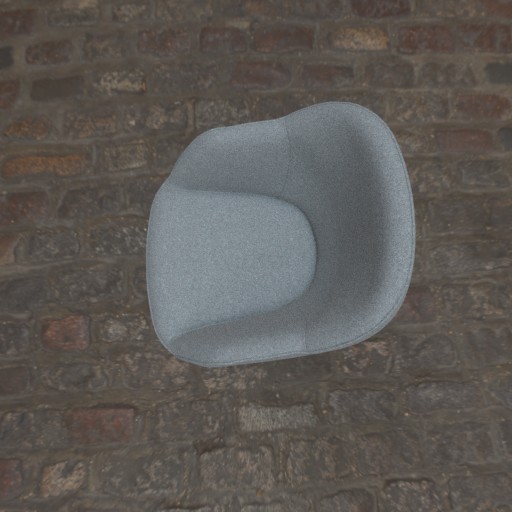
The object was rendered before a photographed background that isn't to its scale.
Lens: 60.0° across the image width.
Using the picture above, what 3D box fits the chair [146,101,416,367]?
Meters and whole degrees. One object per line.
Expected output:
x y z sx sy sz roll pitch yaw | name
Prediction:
0.000 0.000 1.234 0.611 0.810 0.589 -4 76 -1 | chair
